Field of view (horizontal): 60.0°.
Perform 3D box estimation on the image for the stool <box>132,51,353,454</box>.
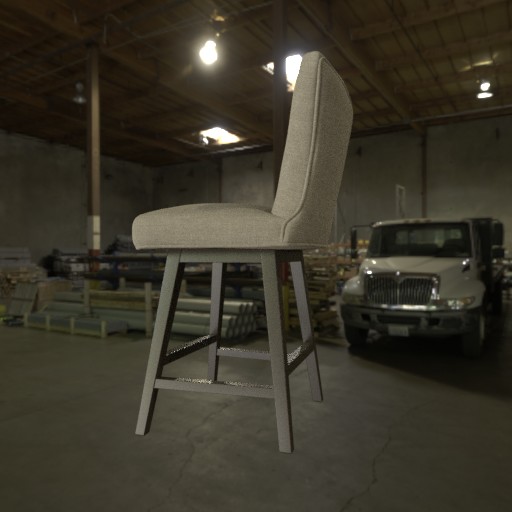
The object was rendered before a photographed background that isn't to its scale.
[{"bbox_3d":[0.000,0.000,1.377,0.574,1.000,0.514,0,0,19],"label":"stool"}]
